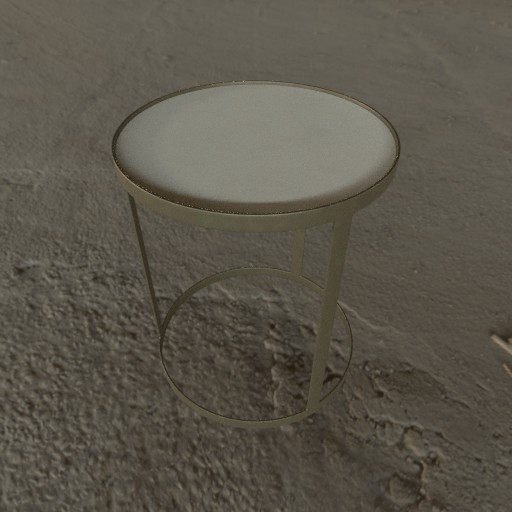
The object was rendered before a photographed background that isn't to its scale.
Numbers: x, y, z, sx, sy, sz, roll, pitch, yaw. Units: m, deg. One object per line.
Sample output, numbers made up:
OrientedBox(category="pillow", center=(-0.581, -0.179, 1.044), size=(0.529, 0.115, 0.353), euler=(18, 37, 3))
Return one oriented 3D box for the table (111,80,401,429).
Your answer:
OrientedBox(category="table", center=(0.000, 0.000, 0.943), size=(0.480, 0.565, 0.480), euler=(0, 41, 0))
